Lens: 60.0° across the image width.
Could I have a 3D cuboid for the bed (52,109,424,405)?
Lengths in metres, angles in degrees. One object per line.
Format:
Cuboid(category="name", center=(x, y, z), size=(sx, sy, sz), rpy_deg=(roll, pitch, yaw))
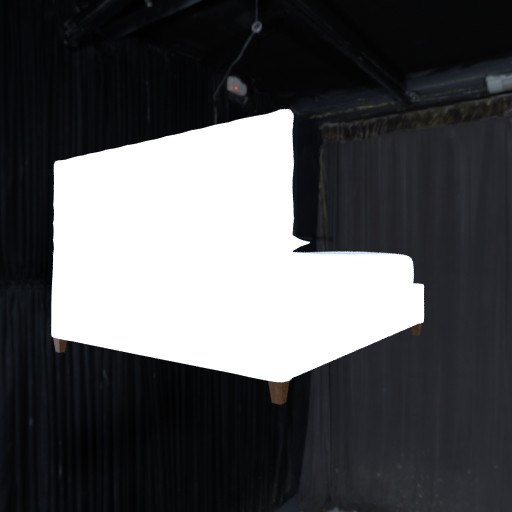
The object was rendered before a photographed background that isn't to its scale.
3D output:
Cuboid(category="bed", center=(0.000, 0.000, 3.658), size=(2.078, 1.427, 2.387), rpy_deg=(0, 0, 36))
